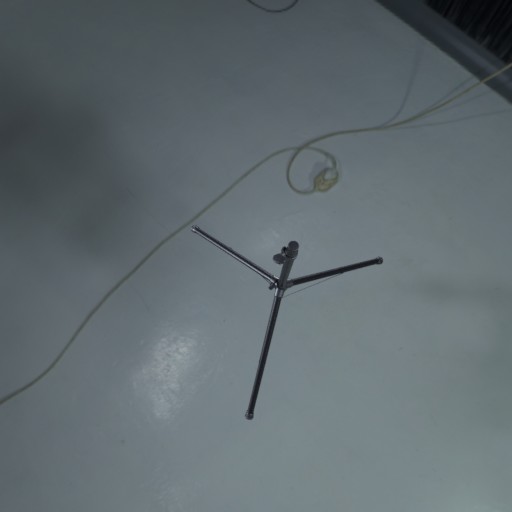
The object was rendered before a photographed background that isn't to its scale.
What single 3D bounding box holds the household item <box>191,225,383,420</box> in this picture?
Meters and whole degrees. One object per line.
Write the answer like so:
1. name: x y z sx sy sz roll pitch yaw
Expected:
1. household item: 0.000 0.000 2.708 1.339 1.595 1.596 42 79 10
